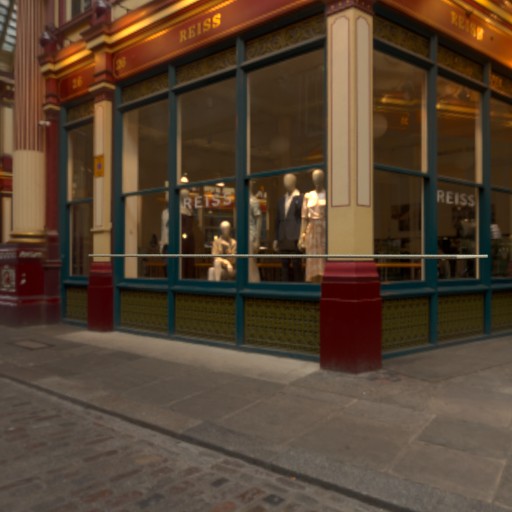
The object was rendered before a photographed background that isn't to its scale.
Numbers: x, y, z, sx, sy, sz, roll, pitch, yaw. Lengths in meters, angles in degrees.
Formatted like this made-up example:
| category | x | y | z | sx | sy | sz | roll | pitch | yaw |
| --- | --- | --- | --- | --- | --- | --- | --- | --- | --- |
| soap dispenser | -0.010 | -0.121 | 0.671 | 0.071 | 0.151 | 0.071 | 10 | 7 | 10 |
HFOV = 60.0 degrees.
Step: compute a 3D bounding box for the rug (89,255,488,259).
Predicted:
| category | x | y | z | sx | sy | sz | roll | pitch | yaw |
| --- | --- | --- | --- | --- | --- | --- | --- | --- | --- |
| rug | 0.000 | 0.000 | 2.556 | 2.297 | 0.013 | 0.661 | 0 | 0 | 36 |
